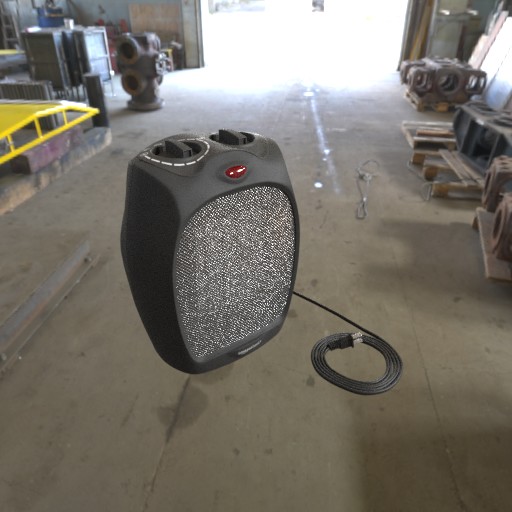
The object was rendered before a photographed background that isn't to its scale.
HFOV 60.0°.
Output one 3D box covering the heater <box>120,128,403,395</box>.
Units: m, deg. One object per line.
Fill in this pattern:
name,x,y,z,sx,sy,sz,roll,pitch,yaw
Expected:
heater,0.000,0.000,0.467,0.239,0.240,0.291,-22,37,-32
